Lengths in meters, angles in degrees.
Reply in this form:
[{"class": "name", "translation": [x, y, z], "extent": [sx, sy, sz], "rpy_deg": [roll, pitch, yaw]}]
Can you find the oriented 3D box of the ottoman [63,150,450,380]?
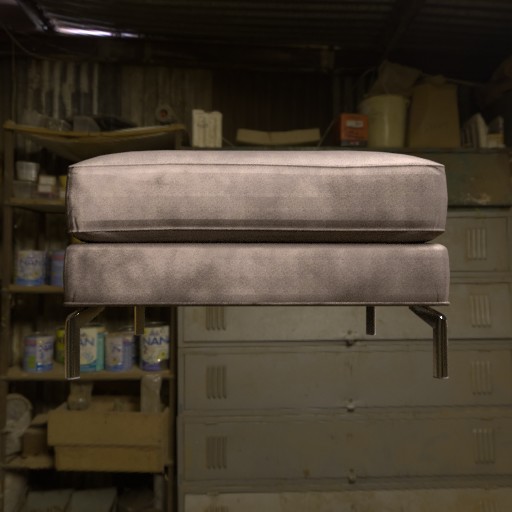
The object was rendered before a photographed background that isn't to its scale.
[{"class": "ottoman", "translation": [0.000, 0.000, 1.063], "extent": [0.719, 0.456, 0.520], "rpy_deg": [0, -1, 0]}]
